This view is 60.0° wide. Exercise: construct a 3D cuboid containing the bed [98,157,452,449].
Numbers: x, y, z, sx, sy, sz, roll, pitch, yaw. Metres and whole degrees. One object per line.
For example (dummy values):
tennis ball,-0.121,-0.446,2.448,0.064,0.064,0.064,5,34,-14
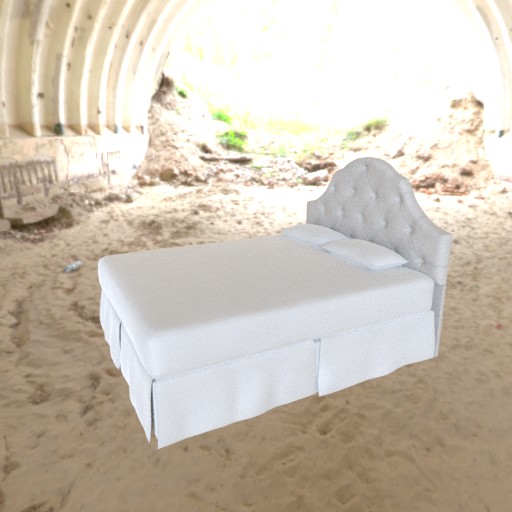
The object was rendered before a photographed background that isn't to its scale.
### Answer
bed,0.000,0.000,3.841,2.477,1.617,2.039,-8,18,-26
